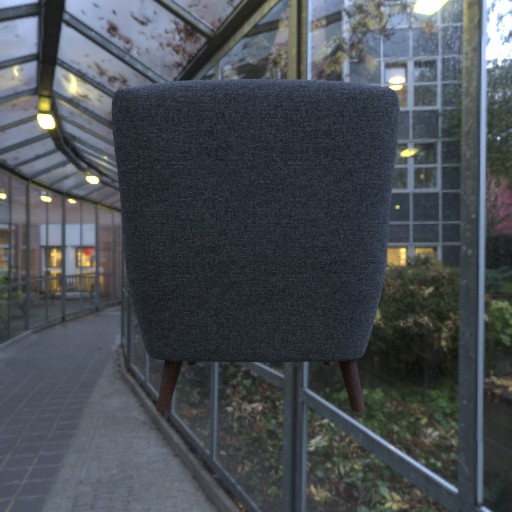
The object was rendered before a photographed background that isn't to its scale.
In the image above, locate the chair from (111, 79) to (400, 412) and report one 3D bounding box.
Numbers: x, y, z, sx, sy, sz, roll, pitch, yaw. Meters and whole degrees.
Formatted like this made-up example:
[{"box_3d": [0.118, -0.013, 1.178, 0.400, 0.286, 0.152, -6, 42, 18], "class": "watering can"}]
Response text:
[{"box_3d": [0.000, 0.000, 1.741, 0.889, 1.039, 0.940, 0, 0, 0], "class": "chair"}]
